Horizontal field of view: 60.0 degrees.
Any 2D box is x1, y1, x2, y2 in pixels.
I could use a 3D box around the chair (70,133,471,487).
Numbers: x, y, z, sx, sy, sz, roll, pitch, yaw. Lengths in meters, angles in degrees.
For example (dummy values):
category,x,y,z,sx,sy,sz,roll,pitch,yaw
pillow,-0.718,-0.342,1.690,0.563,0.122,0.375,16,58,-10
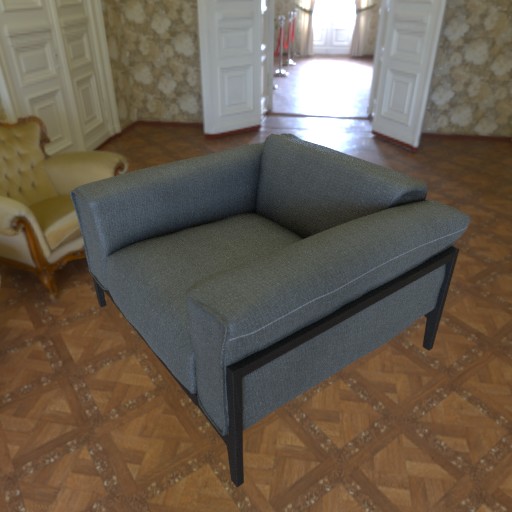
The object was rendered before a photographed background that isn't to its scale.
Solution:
category,x,y,z,sx,sy,sz,roll,pitch,yaw
chair,0.000,0.000,1.629,0.969,0.646,1.056,-21,37,-31
